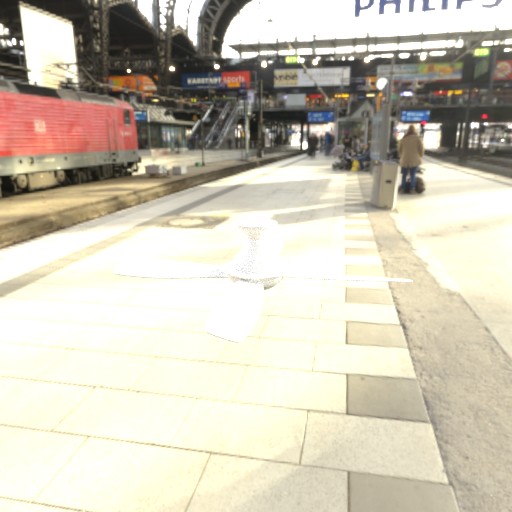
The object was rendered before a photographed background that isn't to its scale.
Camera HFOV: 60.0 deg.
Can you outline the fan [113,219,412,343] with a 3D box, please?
[{"bbox_3d":[0.000,0.000,2.490,1.693,0.382,1.694,2,15,9],"label":"fan"}]
